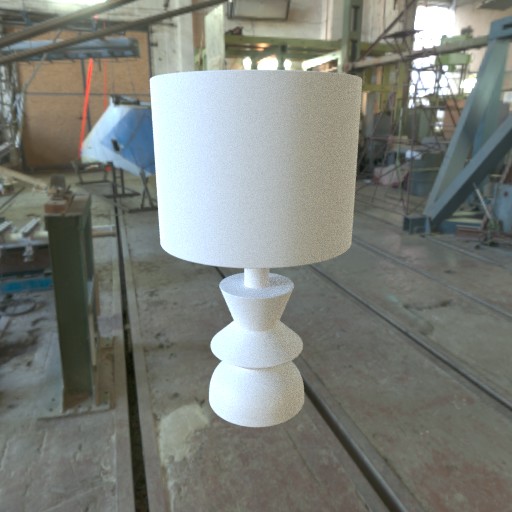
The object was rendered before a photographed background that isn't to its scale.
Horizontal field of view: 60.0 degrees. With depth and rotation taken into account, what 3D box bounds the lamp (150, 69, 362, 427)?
[{"bbox_3d":[0.000,0.000,0.722,0.301,0.533,0.301,9,19,26],"label":"lamp"}]
